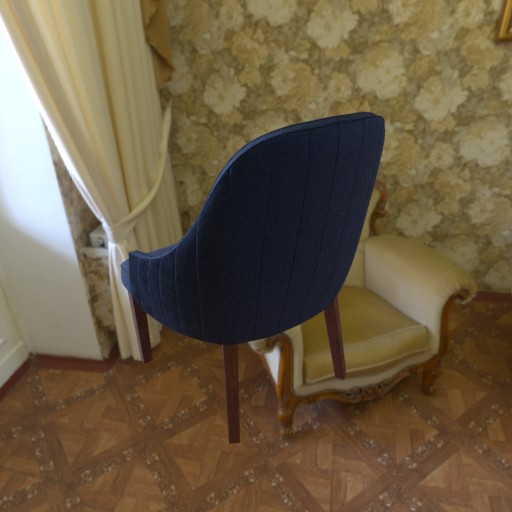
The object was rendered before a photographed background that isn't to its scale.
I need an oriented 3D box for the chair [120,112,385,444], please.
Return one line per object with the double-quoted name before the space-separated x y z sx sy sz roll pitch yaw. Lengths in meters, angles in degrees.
"chair" 0.000 0.000 1.286 0.643 0.889 0.575 -20 36 -30
